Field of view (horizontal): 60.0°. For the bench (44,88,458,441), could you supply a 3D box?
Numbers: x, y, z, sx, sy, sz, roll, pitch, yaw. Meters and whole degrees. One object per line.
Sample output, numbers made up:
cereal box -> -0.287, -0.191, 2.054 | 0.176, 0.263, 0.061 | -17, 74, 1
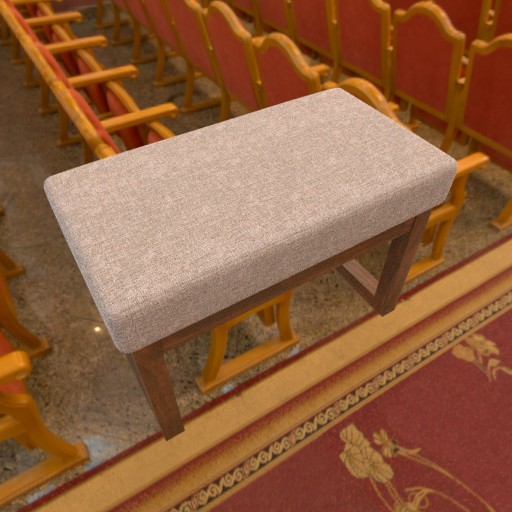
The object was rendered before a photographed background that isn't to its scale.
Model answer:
bench -> 0.000, 0.000, 0.965 | 0.681, 0.467, 0.366 | -24, 51, -21
